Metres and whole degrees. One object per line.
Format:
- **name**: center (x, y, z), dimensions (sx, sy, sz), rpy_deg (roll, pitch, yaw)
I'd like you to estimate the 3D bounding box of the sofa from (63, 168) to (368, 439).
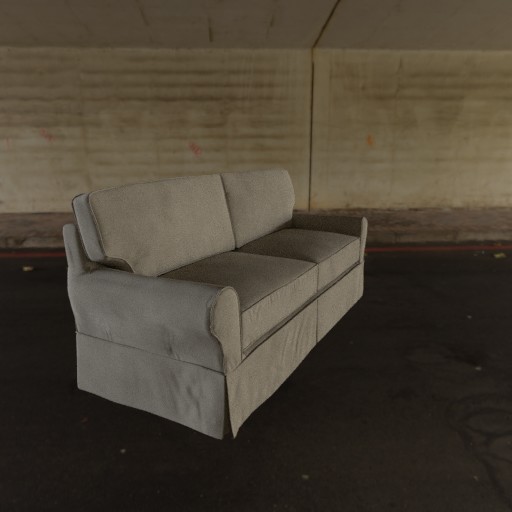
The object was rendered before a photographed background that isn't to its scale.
- **sofa**: center (0.000, 0.000, 2.789), dimensions (0.900, 1.014, 2.246), rpy_deg (7, 16, 27)
